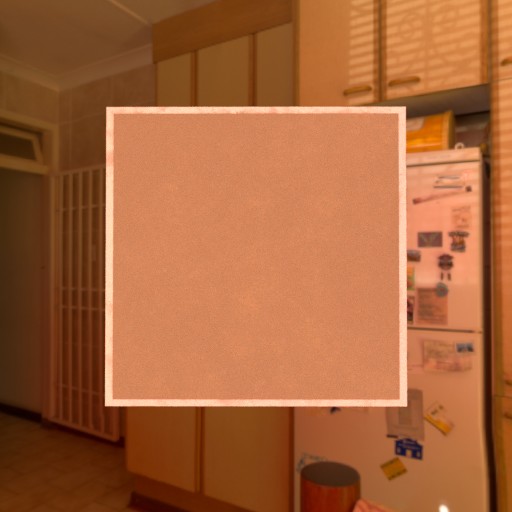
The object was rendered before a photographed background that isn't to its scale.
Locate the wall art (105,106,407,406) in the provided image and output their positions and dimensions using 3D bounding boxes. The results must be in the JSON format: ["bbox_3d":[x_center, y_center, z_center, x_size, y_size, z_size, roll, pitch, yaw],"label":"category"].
[{"bbox_3d":[0.000,0.000,1.140,0.760,0.757,0.038,0,-1,0],"label":"wall art"}]
